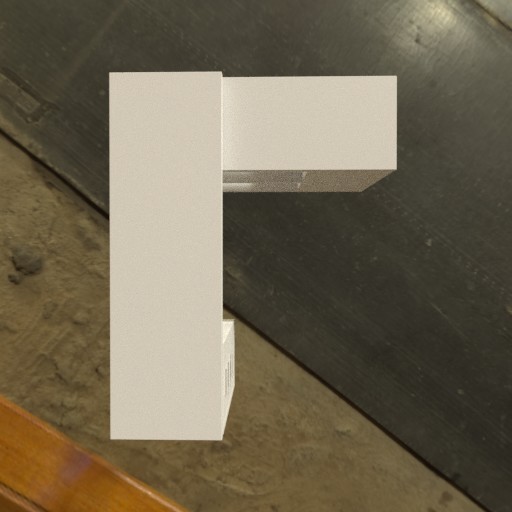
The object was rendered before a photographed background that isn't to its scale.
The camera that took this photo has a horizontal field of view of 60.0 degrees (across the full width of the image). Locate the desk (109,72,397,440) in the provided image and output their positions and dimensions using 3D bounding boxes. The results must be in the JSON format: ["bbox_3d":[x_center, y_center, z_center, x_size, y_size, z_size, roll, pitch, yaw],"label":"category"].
[{"bbox_3d":[0.000,0.000,2.204,1.200,0.753,1.524,0,91,1],"label":"desk"}]
